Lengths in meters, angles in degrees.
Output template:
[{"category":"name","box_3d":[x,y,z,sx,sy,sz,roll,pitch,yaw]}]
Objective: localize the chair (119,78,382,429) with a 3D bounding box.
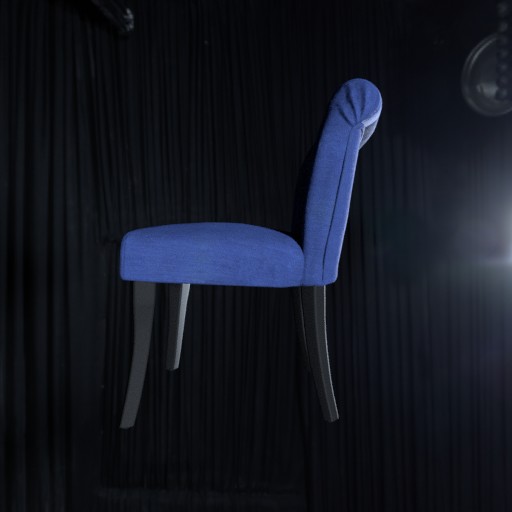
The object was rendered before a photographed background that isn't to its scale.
[{"category":"chair","box_3d":[0.000,0.000,1.208,0.606,0.753,0.585,0,0,1]}]
